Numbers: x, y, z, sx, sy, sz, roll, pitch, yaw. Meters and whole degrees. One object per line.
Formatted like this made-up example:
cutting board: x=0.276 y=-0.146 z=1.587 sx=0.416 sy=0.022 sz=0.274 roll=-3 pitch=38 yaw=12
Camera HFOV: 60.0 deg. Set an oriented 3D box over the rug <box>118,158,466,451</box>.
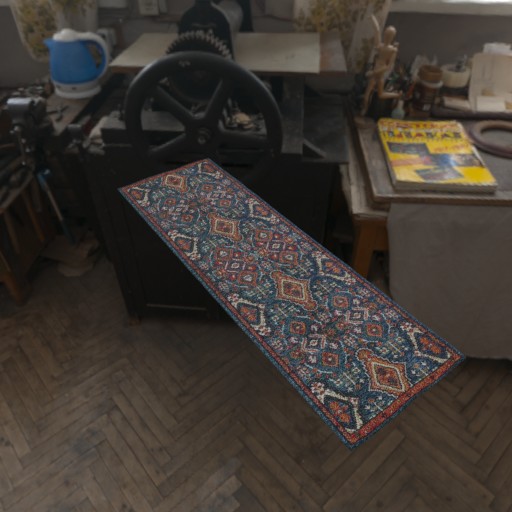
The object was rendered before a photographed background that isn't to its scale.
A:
rug: x=0.000 y=0.000 z=2.758 sx=0.801 sy=0.010 sz=2.459 roll=-26 pitch=48 yaw=-26
